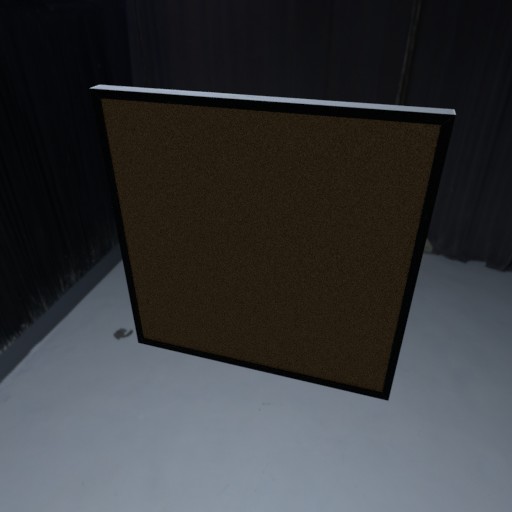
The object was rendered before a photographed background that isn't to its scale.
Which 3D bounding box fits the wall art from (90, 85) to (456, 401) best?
[{"bbox_3d":[0.000,0.000,1.106,0.761,0.761,0.037,9,33,14],"label":"wall art"}]
